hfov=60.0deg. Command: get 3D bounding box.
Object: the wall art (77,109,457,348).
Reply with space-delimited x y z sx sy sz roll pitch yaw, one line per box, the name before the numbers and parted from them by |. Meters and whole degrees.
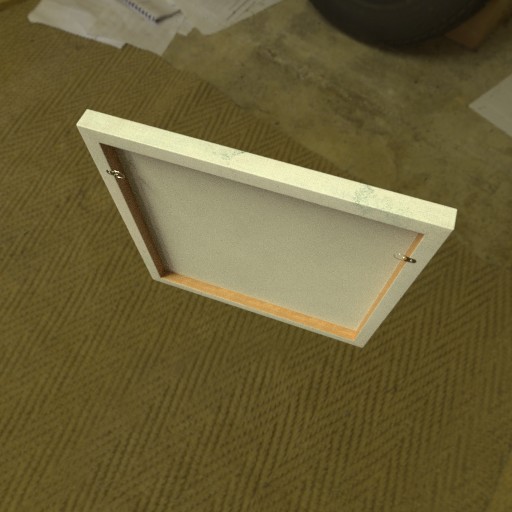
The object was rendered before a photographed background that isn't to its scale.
wall art | 0.000 0.000 0.957 0.612 0.612 0.040 17 64 9
